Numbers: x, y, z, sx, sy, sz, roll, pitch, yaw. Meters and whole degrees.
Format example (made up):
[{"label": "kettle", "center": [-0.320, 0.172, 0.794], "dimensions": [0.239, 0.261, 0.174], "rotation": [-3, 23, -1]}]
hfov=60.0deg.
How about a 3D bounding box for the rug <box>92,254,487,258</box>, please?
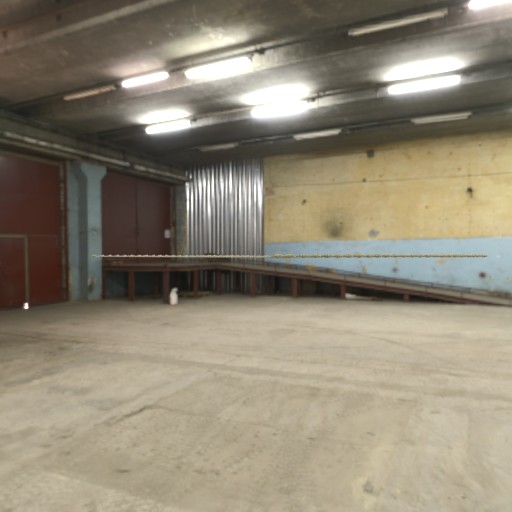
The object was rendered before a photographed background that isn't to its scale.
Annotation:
[{"label": "rug", "center": [0.000, 0.000, 3.062], "dimensions": [1.540, 0.018, 2.435], "rotation": [0, 0, -36]}]
